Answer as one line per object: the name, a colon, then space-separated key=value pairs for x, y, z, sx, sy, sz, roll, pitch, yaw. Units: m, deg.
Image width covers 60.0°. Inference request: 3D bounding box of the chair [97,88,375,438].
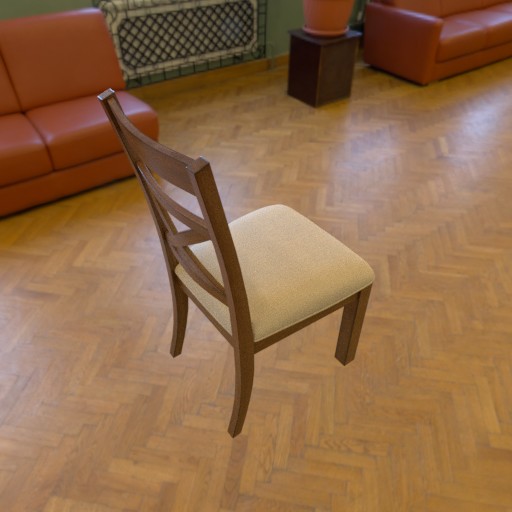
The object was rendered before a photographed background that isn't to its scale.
chair: x=0.000 y=0.000 z=1.270 sx=0.581 sy=0.949 sz=0.461 roll=-26 pitch=47 yaw=-27
